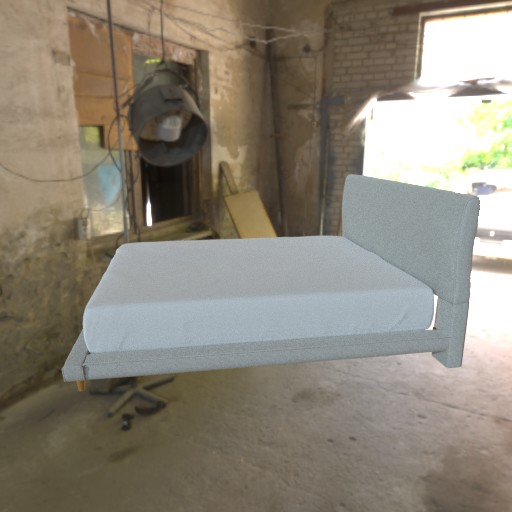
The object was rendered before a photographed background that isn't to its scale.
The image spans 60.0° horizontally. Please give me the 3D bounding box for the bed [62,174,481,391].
[{"bbox_3d":[0.000,0.000,3.485,2.498,1.126,1.980,-2,15,-9],"label":"bed"}]
